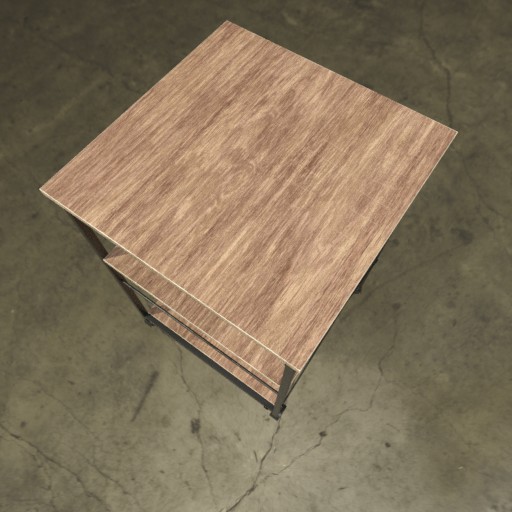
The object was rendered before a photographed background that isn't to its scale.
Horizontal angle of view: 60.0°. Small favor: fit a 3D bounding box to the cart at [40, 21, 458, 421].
[{"bbox_3d":[0.000,0.000,1.110,0.520,0.762,0.521,33,68,15],"label":"cart"}]
